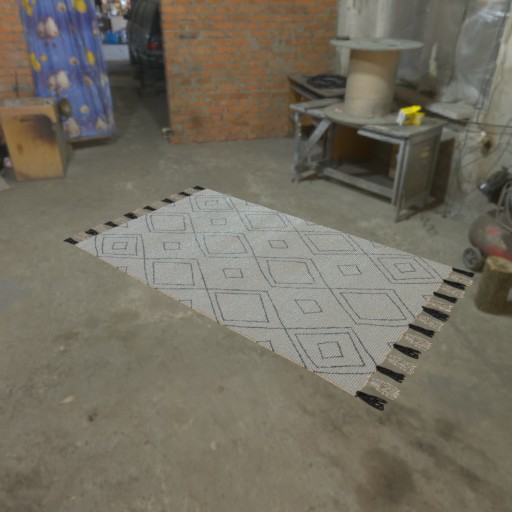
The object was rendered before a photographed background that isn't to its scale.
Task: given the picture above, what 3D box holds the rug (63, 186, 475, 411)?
[{"bbox_3d":[0.000,0.000,3.316,2.755,0.021,1.524,22,37,32],"label":"rug"}]
